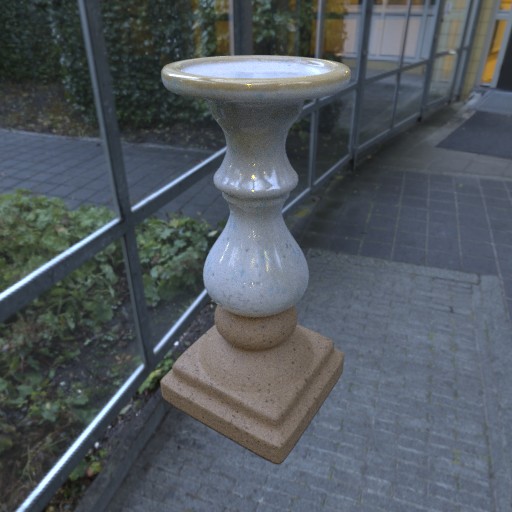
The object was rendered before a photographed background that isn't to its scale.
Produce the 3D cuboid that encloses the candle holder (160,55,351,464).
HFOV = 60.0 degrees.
[{"bbox_3d":[0.000,0.000,0.300,0.110,0.239,0.110,18,35,28],"label":"candle holder"}]
